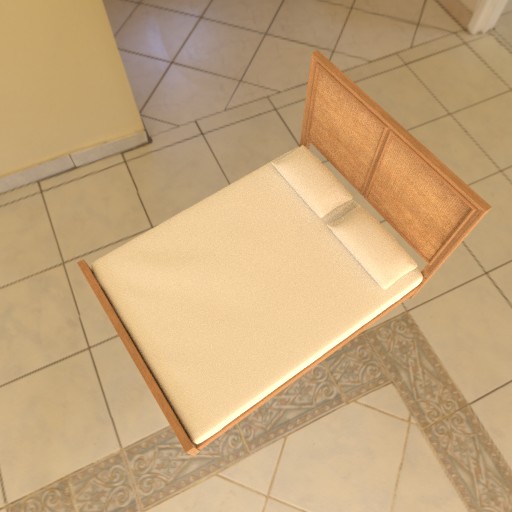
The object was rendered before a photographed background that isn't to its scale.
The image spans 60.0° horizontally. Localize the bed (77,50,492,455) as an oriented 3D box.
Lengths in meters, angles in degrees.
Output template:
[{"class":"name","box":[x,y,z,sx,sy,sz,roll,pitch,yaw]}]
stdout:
[{"class":"bed","box":[0.000,0.000,3.180,2.184,1.387,1.606,-32,68,-15]}]
